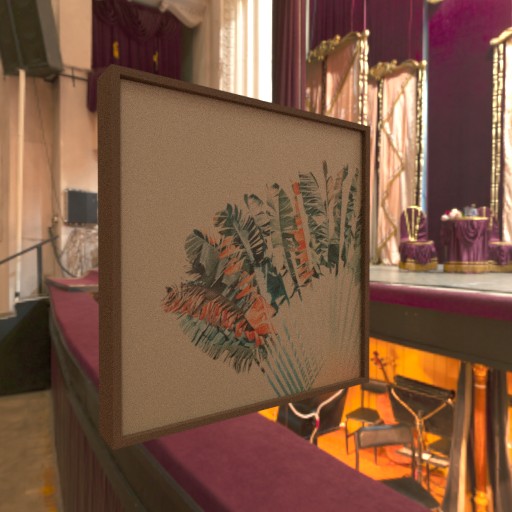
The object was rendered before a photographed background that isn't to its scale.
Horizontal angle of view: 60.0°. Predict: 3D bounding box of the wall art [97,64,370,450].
[{"bbox_3d":[0.000,0.000,0.452,0.304,0.303,0.038,-1,1,-36],"label":"wall art"}]
